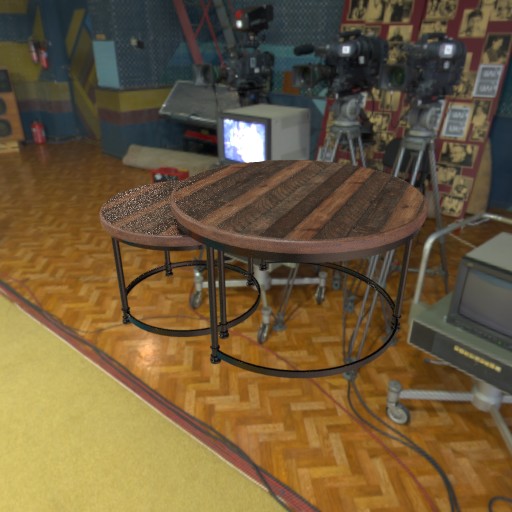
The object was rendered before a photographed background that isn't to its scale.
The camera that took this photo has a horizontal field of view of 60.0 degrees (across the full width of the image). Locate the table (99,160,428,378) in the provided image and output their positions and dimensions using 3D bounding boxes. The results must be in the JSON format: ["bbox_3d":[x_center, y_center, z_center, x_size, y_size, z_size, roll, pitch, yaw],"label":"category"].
[{"bbox_3d":[0.000,0.000,1.664,1.152,0.516,0.870,0,26,1],"label":"table"}]
